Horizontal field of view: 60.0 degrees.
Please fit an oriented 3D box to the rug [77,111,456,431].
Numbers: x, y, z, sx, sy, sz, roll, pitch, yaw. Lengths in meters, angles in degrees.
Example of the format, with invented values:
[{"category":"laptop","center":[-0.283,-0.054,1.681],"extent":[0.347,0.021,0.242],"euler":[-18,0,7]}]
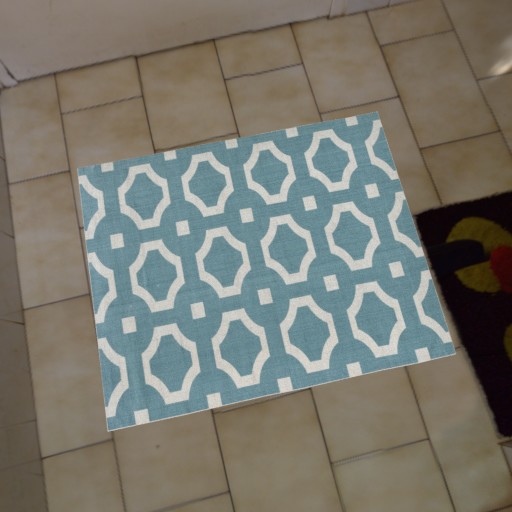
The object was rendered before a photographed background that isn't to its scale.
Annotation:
[{"category":"rug","center":[0.000,0.000,4.095],"extent":[3.049,0.021,2.466],"euler":[-12,75,-3]}]
